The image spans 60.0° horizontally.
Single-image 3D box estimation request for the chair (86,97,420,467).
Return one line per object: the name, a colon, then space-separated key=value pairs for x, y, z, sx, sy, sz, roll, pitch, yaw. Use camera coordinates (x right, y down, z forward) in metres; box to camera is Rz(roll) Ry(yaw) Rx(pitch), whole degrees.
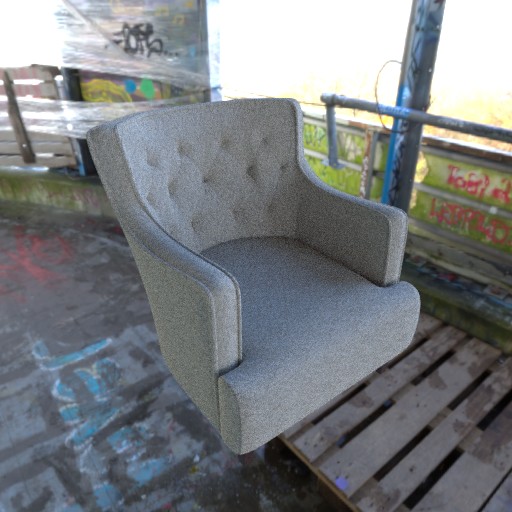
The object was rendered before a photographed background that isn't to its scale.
chair: x=0.000 y=0.000 z=1.575 sx=0.820 sy=0.920 sz=0.910 roll=-21 pitch=35 yaw=-32
